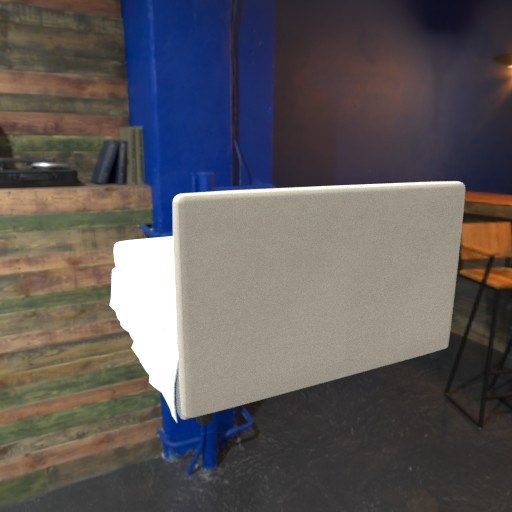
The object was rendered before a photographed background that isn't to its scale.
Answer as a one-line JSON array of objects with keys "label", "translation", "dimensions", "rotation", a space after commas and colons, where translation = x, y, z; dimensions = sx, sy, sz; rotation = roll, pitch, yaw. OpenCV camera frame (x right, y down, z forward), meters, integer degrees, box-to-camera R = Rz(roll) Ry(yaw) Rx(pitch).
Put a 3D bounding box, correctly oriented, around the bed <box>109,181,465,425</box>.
[{"label": "bed", "translation": [0.000, 0.000, 3.706], "dimensions": [2.119, 1.317, 2.319], "rotation": [-7, 15, -26]}]
